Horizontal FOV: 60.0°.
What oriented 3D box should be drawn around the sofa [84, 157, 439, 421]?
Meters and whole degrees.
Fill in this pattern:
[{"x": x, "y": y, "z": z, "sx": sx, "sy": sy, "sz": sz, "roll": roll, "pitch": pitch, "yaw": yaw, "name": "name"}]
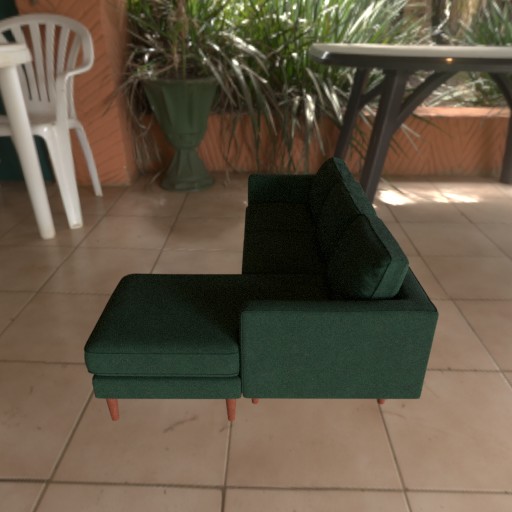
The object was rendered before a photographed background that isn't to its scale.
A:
[{"x": 0.000, "y": 0.000, "z": 2.889, "sx": 1.580, "sy": 0.899, "sz": 2.030, "roll": 0, "pitch": 27, "yaw": 0, "name": "sofa"}]
